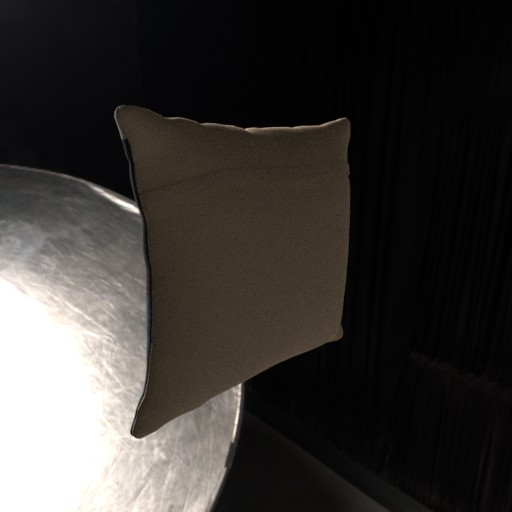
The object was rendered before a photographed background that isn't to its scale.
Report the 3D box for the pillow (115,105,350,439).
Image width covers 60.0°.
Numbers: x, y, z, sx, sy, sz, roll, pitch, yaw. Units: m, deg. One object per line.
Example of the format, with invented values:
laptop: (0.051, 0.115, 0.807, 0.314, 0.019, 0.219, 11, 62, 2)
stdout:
pillow: (0.000, 0.000, 0.809, 0.536, 0.506, 0.229, -14, 21, -41)
